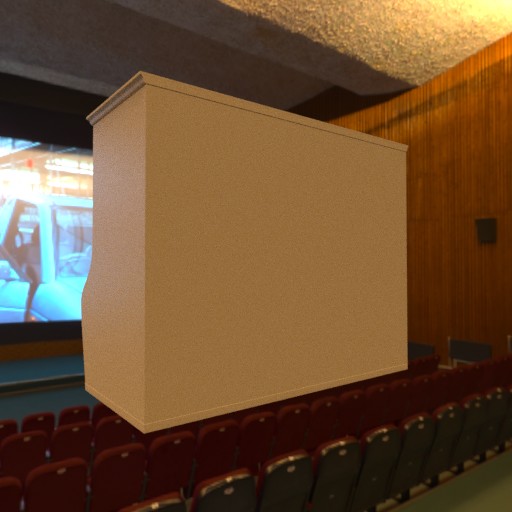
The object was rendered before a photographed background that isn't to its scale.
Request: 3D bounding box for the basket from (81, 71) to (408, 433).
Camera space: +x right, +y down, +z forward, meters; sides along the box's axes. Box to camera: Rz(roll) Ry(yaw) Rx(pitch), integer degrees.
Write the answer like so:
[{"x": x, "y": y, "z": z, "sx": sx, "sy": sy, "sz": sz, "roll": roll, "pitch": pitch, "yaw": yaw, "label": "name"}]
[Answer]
[{"x": 0.000, "y": 0.000, "z": 1.150, "sx": 0.792, "sy": 0.625, "sz": 0.376, "roll": 1, "pitch": -1, "yaw": -37, "label": "basket"}]
